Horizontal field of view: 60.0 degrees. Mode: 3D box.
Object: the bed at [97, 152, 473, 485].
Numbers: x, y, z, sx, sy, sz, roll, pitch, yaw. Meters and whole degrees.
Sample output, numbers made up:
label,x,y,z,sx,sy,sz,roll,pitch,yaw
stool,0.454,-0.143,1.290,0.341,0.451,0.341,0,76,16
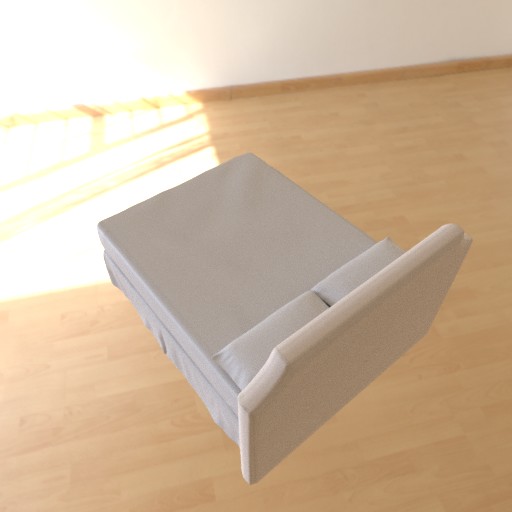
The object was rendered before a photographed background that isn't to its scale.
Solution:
label,x,y,z,sx,sy,sz,roll,pitch,yaw
bed,0.000,0.000,3.282,1.828,1.297,2.164,-31,54,-25
